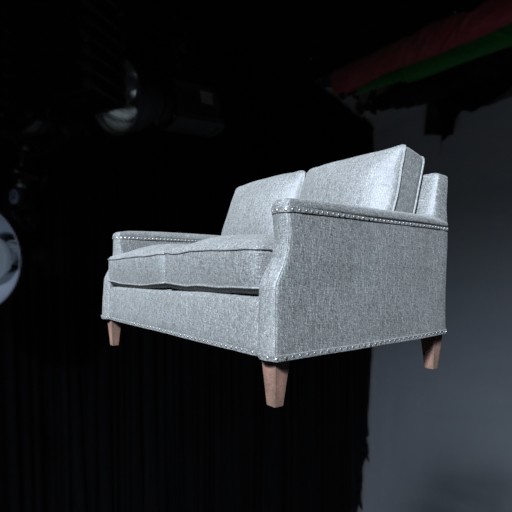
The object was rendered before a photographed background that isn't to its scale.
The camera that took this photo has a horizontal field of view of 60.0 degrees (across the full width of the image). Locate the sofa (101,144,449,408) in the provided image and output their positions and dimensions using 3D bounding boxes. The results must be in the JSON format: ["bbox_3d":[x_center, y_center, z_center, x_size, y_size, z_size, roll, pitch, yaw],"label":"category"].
[{"bbox_3d":[0.000,0.000,2.279,1.084,1.003,1.597,1,-2,-37],"label":"sofa"}]
